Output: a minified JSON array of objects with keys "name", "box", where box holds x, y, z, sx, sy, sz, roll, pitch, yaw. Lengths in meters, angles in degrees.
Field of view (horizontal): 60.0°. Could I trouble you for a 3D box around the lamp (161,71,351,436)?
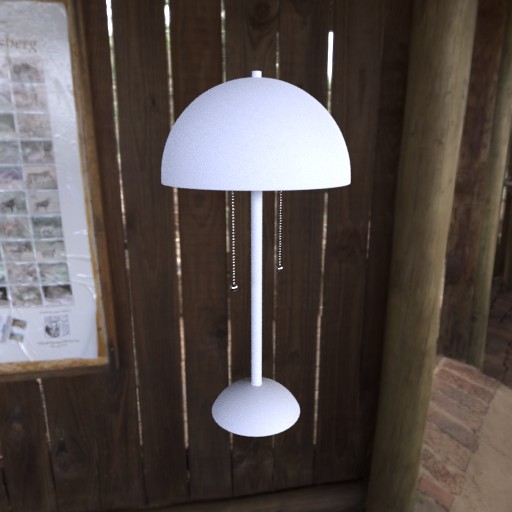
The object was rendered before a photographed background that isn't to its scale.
[{"name":"lamp","box":[0.000,0.000,0.425,0.171,0.330,0.171,0,14,0]}]
